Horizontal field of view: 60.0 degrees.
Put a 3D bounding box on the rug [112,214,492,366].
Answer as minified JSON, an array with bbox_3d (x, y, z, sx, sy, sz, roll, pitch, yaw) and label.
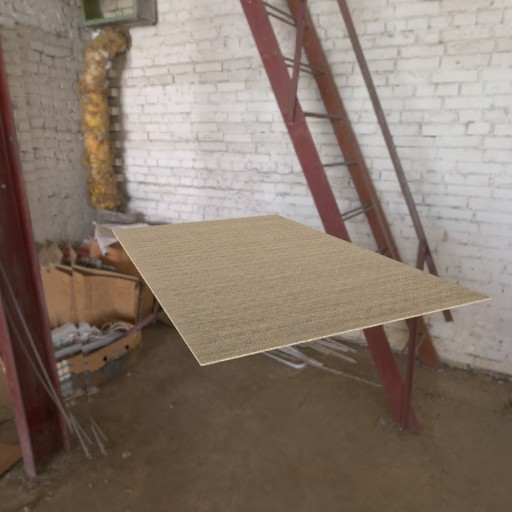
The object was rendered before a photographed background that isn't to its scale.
[{"bbox_3d":[0.000,0.000,2.198,1.142,0.006,1.752,-8,18,-24],"label":"rug"}]
